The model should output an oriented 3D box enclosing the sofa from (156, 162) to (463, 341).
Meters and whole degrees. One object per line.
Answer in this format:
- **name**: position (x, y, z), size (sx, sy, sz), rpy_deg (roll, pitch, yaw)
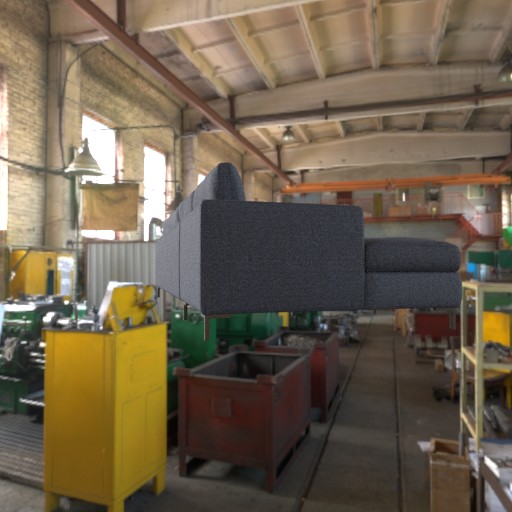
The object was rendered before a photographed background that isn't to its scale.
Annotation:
- **sofa**: position (0.000, 0.000, 2.880), size (1.125, 0.673, 2.445), rpy_deg (0, -1, -17)
